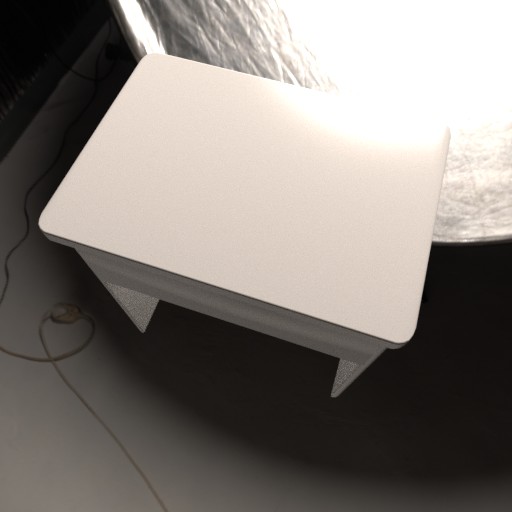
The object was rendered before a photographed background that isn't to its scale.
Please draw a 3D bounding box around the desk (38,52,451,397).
[{"bbox_3d":[0.000,0.000,1.304,0.762,0.800,0.549,17,65,8],"label":"desk"}]
